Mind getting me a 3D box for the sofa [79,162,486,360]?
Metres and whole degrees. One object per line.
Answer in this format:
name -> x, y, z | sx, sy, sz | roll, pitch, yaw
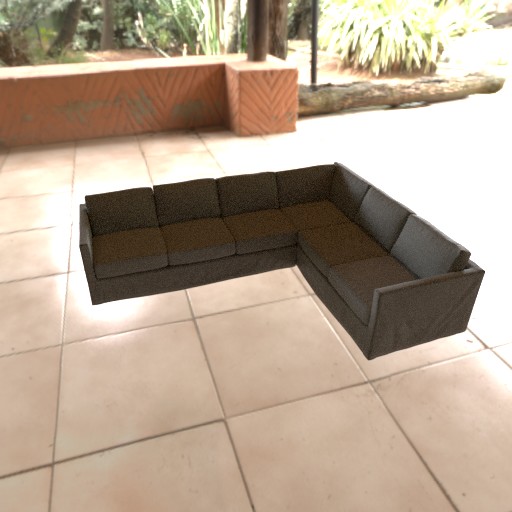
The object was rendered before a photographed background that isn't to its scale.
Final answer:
sofa -> 0.000, 0.000, 4.298 | 3.182, 0.871, 2.432 | -10, 33, -16
